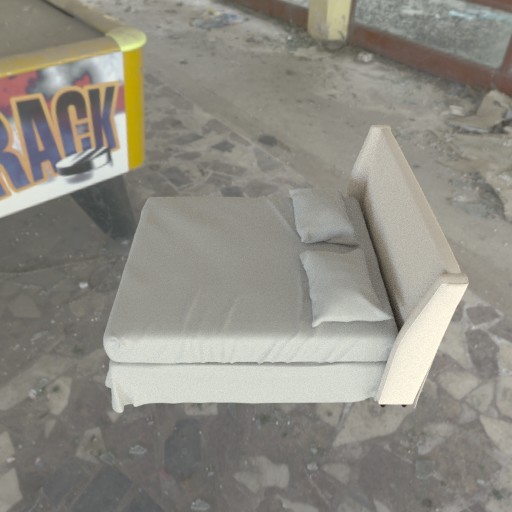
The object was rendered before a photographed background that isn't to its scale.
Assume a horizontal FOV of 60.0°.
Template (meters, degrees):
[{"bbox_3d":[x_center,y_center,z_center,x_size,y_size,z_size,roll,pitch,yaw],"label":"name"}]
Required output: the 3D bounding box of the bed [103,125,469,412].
[{"bbox_3d":[0.000,0.000,3.469,2.276,1.332,1.925,0,42,0],"label":"bed"}]
